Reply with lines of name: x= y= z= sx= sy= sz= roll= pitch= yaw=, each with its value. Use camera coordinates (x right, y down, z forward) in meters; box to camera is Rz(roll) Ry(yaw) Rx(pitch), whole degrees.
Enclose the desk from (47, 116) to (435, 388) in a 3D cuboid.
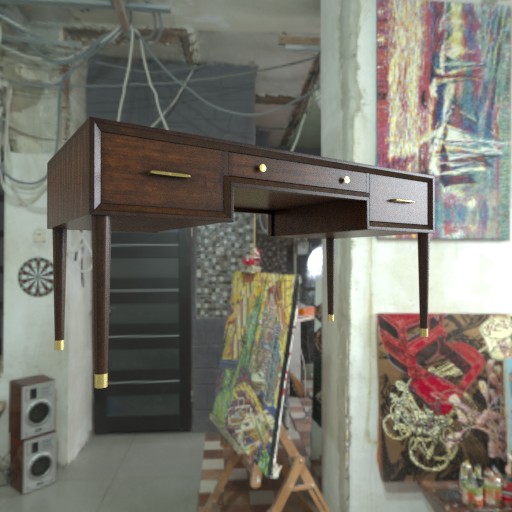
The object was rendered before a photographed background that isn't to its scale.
desk: x=0.000 y=0.000 z=1.951 sx=1.575 sy=0.762 sz=0.724 roll=0 pitch=-1 yaw=-34
